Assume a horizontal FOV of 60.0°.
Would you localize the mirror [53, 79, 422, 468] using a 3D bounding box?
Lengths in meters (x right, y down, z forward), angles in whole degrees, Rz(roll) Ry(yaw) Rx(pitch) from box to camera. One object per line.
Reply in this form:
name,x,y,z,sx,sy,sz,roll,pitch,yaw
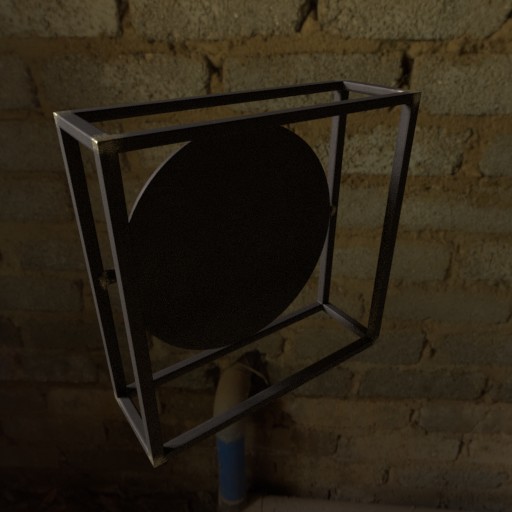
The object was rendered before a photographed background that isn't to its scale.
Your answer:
mirror,0.000,0.000,0.451,0.306,0.303,0.107,-19,35,-30
